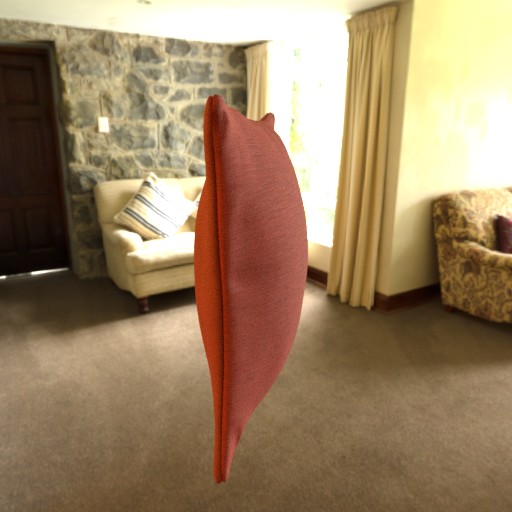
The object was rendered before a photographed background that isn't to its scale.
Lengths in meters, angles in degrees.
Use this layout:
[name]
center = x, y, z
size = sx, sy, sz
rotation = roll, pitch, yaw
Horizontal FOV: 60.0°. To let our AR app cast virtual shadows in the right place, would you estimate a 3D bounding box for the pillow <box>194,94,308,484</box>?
[pillow]
center = 0.000, 0.000, 0.647
size = 0.151, 0.416, 0.435
rotation = 2, 16, 8
